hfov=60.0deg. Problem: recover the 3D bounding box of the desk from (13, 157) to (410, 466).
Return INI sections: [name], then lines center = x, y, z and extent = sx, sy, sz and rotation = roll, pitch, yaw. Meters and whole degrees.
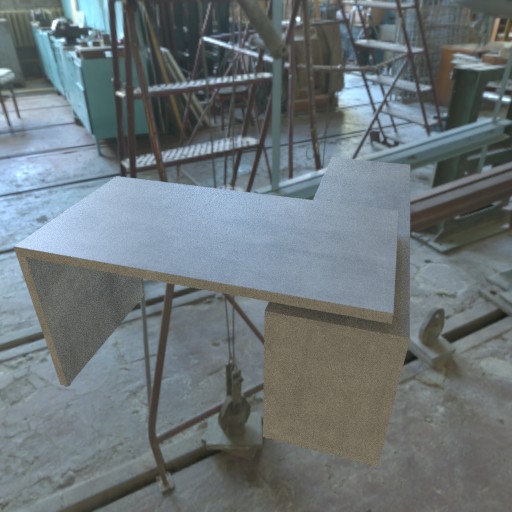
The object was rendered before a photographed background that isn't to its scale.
[desk]
center = 0.000, 0.000, 2.252
extent = 1.400, 0.740, 1.500
rotation = 9, 33, 14
